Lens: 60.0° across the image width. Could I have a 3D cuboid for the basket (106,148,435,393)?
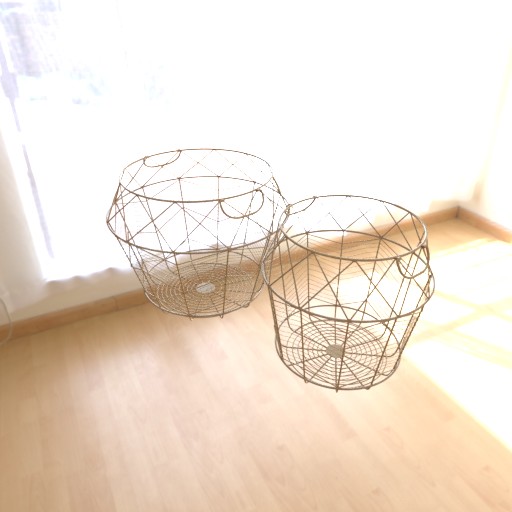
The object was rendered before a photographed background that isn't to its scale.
[{"bbox_3d":[0.000,0.000,1.049,0.805,0.343,0.451,22,37,32],"label":"basket"}]
